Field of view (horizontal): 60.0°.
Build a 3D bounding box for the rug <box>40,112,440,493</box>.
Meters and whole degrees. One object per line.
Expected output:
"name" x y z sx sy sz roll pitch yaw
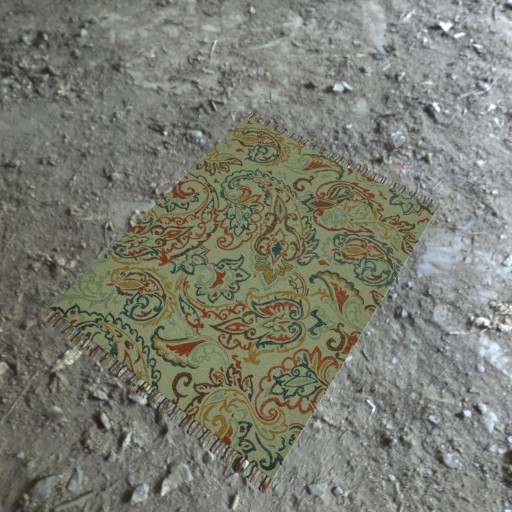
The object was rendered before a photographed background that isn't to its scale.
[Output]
"rug" 0.000 0.000 4.306 2.439 0.015 3.274 31 63 17
